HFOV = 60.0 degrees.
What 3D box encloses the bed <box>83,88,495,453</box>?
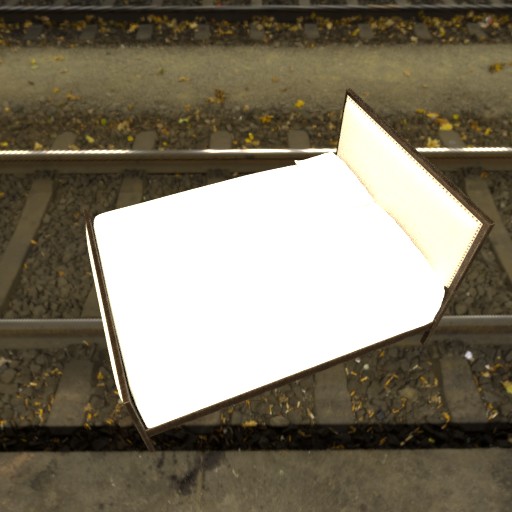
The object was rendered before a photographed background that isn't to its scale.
[{"bbox_3d":[0.000,0.000,3.168,2.221,1.313,1.607,-17,51,-14],"label":"bed"}]
